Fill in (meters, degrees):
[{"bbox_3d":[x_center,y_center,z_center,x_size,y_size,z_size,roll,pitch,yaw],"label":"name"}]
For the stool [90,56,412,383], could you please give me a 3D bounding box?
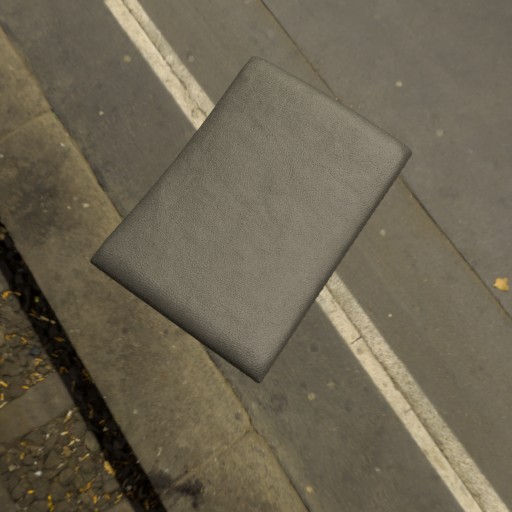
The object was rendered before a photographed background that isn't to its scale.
[{"bbox_3d":[0.000,0.000,1.046,0.361,0.765,0.500,34,79,7],"label":"stool"}]
